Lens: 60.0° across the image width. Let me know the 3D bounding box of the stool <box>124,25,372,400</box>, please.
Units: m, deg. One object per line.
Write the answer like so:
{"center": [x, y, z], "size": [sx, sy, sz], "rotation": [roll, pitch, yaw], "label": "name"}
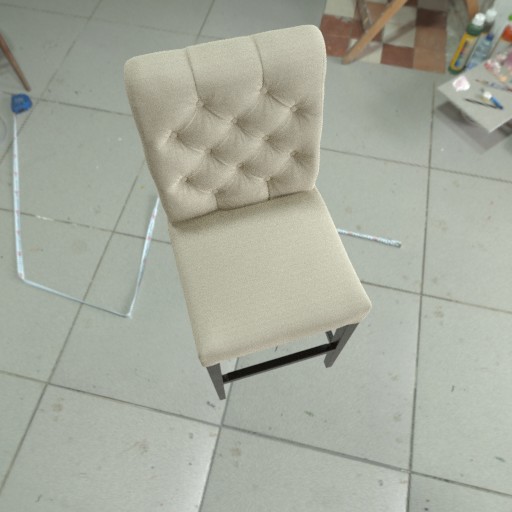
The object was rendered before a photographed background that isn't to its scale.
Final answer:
{"center": [0.000, 0.000, 1.381], "size": [0.482, 1.118, 0.610], "rotation": [-15, 64, -7], "label": "stool"}
